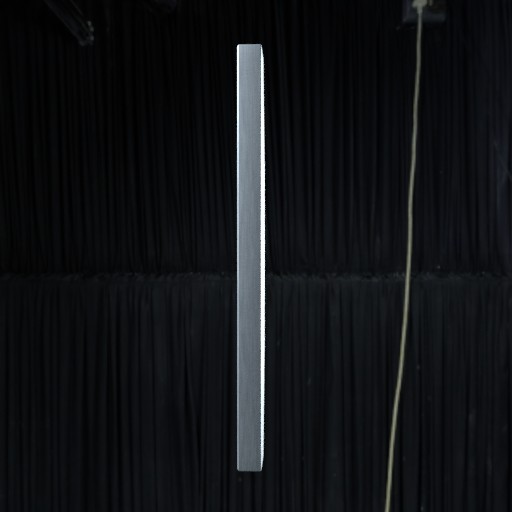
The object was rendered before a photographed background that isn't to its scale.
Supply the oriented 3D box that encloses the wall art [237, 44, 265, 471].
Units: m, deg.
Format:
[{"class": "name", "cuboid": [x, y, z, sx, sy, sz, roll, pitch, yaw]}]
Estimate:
[{"class": "wall art", "cuboid": [0.000, 0.000, 0.752, 0.028, 0.457, 0.556, 0, 1, 1]}]
